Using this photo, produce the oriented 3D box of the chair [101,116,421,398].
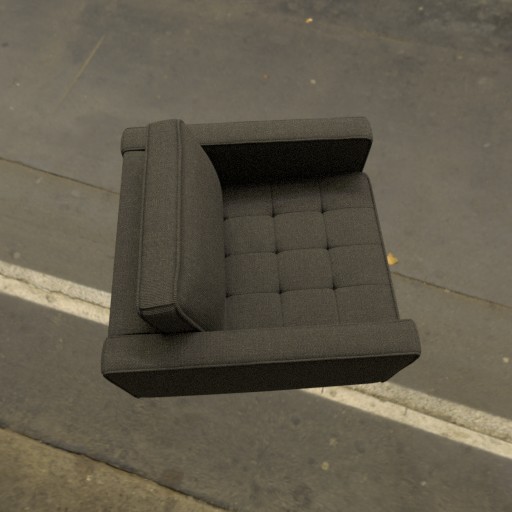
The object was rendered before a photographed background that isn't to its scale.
[{"bbox_3d":[0.000,0.000,1.593,0.919,0.770,0.899,-3,64,-2],"label":"chair"}]
